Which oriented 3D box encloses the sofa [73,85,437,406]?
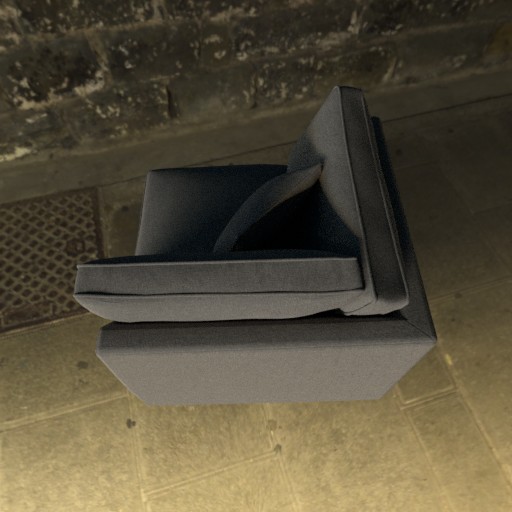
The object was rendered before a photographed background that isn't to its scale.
[{"bbox_3d":[0.000,0.000,1.955,1.146,1.002,1.084,-2,59,-1],"label":"sofa"}]
